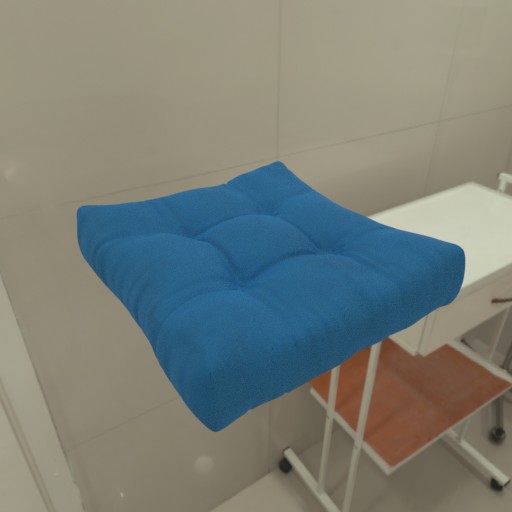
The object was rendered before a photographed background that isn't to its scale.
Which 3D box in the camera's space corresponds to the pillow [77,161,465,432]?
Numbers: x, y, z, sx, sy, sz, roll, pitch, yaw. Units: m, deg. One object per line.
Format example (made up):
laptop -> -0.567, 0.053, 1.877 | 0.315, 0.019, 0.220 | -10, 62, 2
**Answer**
pillow -> 0.000, 0.000, 0.738 | 0.468, 0.128, 0.490 | -19, 36, -29
